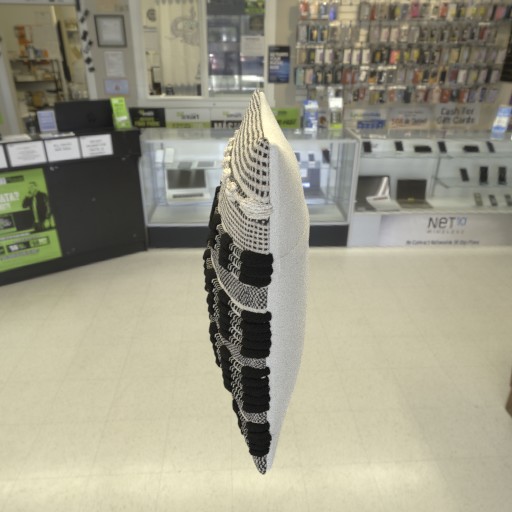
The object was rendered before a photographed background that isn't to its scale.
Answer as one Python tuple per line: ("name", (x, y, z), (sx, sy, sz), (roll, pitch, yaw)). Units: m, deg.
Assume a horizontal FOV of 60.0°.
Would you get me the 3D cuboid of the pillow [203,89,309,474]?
("pillow", (0.000, 0.000, 0.677), (0.156, 0.438, 0.436), (0, 26, -1))
